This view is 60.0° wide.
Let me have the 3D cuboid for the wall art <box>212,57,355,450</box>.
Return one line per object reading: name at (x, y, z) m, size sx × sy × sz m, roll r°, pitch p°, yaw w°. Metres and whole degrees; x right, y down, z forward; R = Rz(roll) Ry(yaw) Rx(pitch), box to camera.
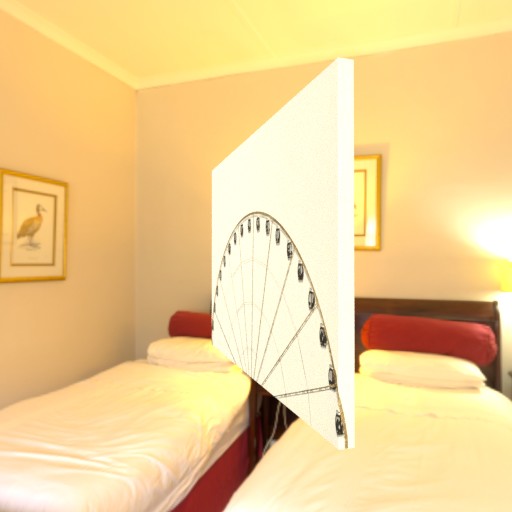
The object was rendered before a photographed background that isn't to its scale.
wall art at (0.000, 0.000, 1.413) m, size 0.038 × 0.767 × 1.144 m, roll 0°, pitch -1°, yaw -18°
